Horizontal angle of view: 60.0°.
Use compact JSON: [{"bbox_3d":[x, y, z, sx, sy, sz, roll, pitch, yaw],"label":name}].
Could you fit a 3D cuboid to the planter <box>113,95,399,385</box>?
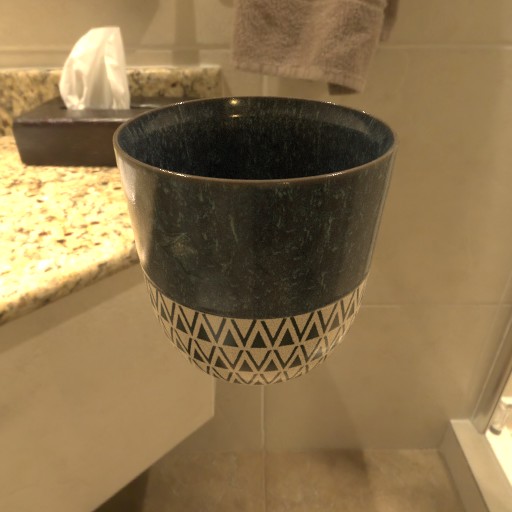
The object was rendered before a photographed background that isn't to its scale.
[{"bbox_3d":[0.000,0.000,0.369,0.195,0.214,0.195,0,32,0],"label":"planter"}]
